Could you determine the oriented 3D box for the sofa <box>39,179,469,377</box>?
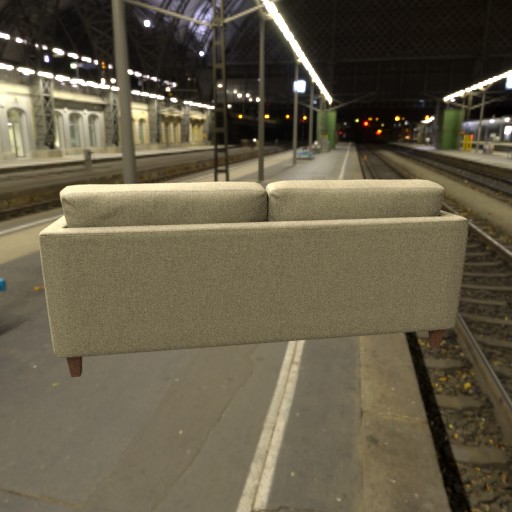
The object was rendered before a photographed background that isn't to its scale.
[{"bbox_3d":[0.000,0.000,2.715,2.208,0.960,0.956,-2,15,-9],"label":"sofa"}]
